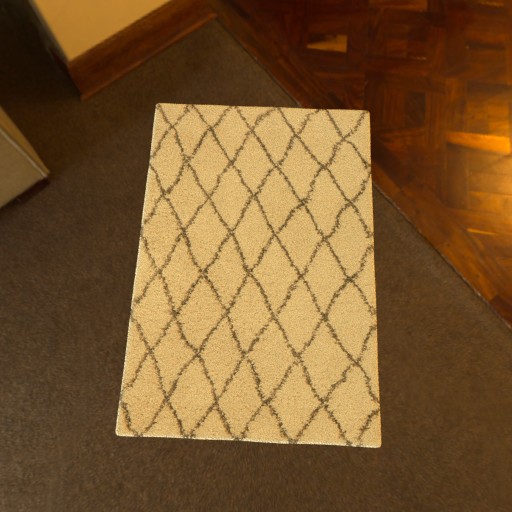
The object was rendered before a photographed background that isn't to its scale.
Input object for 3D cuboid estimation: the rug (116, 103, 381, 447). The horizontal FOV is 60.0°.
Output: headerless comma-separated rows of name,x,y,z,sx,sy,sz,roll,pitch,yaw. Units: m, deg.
rug,0.000,0.000,2.287,1.219,0.030,1.778,2,73,1
